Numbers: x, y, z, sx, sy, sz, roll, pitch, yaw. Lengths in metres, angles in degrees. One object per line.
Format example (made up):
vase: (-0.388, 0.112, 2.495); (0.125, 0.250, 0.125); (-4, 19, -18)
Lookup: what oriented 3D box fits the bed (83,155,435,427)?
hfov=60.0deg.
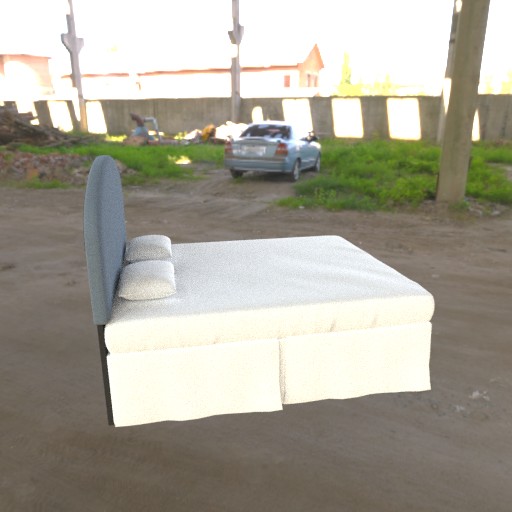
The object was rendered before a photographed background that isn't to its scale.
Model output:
bed: (0.000, 0.000, 3.120); (2.005, 1.410, 1.607); (-4, 17, -12)
